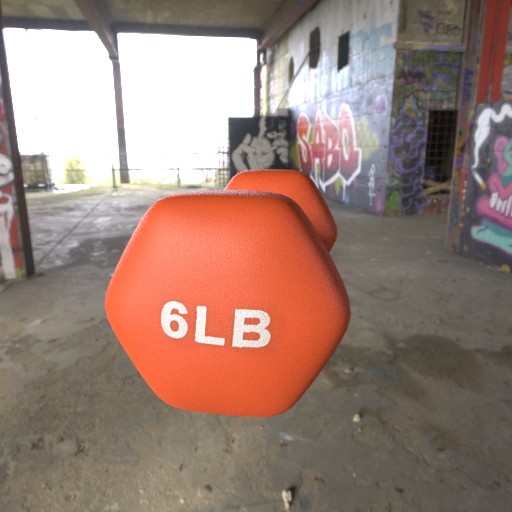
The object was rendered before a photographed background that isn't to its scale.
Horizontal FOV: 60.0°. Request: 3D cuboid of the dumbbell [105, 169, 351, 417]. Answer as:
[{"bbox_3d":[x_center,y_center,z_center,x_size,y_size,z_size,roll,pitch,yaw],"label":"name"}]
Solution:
[{"bbox_3d":[0.000,0.000,0.203,0.079,0.071,0.162,2,14,9],"label":"dumbbell"}]
